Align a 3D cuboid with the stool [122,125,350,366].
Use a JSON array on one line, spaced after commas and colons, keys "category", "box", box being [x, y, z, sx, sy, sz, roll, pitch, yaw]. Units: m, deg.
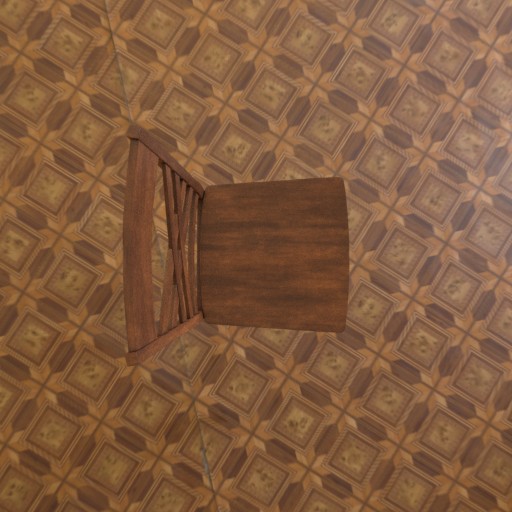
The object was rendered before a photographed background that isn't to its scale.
[{"category": "stool", "box": [0.000, 0.000, 1.329, 0.504, 1.098, 0.426, 0, 88, -2]}]
